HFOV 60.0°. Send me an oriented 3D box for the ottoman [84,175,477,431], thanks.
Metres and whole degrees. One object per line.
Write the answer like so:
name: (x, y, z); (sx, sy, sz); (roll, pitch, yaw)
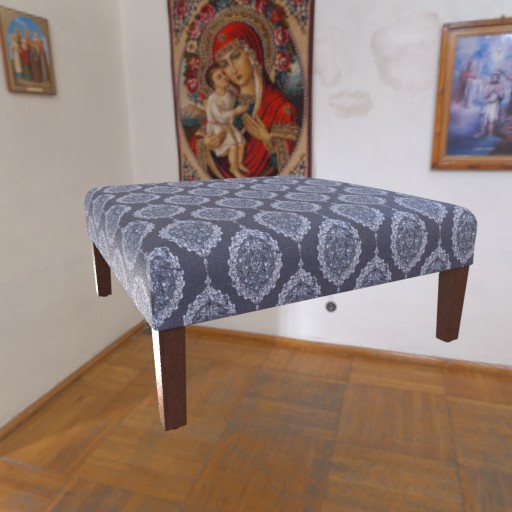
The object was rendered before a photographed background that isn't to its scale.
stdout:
ottoman: (0.000, 0.000, 1.398); (0.889, 0.409, 0.890); (-9, 19, -26)
